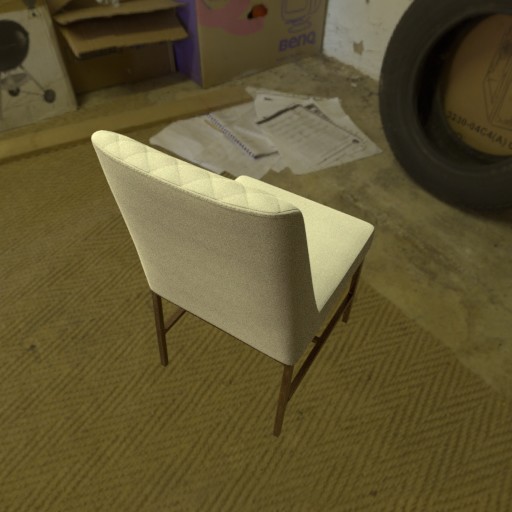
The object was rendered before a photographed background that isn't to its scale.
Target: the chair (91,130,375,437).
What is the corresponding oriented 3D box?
[{"bbox_3d":[0.000,0.000,1.268,0.503,0.933,0.597,25,51,22],"label":"chair"}]
